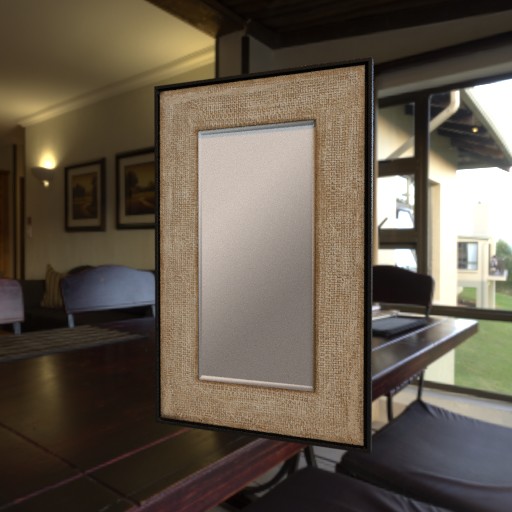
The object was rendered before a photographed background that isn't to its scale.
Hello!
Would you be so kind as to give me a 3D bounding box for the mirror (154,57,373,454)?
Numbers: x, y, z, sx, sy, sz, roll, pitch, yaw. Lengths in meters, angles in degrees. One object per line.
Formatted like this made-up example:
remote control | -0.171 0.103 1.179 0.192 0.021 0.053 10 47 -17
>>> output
mirror | 0.000 0.000 1.501 0.762 1.219 0.038 0 1 19
